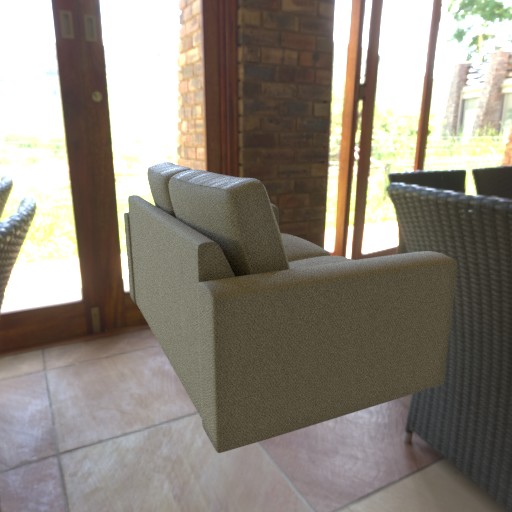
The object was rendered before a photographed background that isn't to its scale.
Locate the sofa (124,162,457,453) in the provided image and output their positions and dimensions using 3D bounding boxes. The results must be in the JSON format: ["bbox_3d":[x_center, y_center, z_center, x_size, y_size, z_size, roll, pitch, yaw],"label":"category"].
[{"bbox_3d":[0.000,0.000,2.201,1.016,0.873,1.616,-7,17,-24],"label":"sofa"}]
